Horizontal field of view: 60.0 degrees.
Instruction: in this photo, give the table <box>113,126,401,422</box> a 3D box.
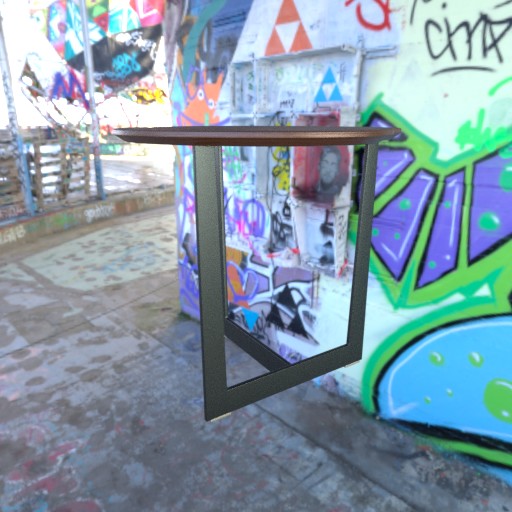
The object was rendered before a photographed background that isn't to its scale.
[{"bbox_3d":[0.000,0.000,0.858,0.477,0.476,0.494,-16,23,-41],"label":"table"}]
